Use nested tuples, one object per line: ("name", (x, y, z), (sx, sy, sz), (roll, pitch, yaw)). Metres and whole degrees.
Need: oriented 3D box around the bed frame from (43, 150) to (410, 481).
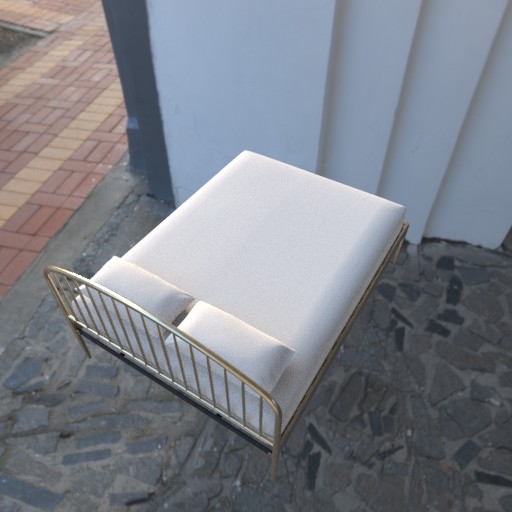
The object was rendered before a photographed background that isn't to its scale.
("bed frame", (0.000, 0.000, 3.180), (1.612, 1.175, 2.152), (24, 51, 21))
